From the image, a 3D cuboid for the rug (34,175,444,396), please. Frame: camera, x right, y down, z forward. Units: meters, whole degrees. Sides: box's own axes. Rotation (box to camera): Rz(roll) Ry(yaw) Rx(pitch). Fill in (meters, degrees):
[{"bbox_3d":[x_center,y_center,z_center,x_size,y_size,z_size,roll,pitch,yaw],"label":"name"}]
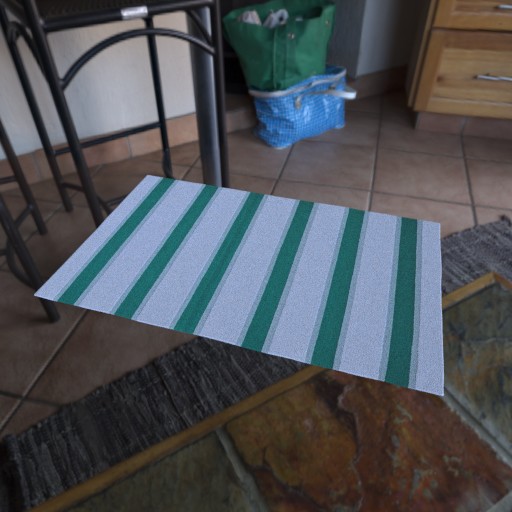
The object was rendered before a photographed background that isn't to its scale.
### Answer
[{"bbox_3d":[0.000,0.000,3.046,2.436,0.015,1.521,11,42,13],"label":"rug"}]
